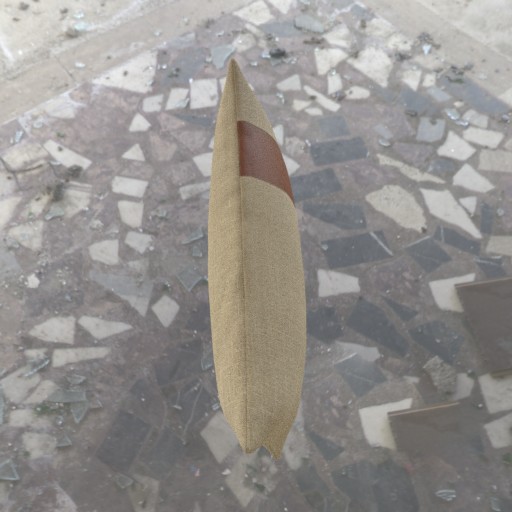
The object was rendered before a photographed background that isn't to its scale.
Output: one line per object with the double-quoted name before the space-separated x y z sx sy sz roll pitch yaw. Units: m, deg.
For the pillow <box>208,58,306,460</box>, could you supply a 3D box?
"pillow" 0.000 0.000 0.736 0.155 0.282 0.612 -3 63 -1
